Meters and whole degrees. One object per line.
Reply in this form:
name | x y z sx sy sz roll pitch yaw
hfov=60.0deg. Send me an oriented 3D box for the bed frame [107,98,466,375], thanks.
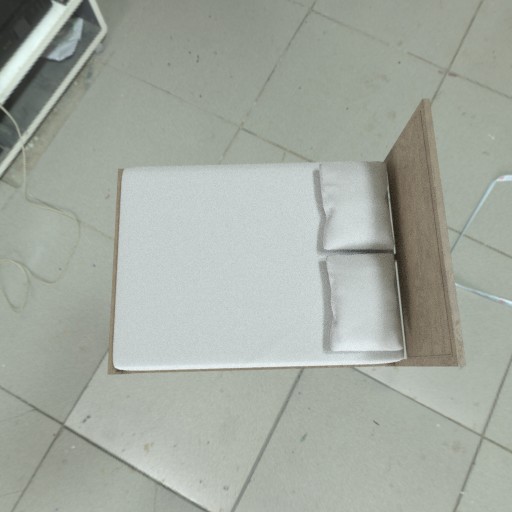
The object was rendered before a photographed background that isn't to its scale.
bed frame | 0.000 0.000 3.203 2.189 1.369 1.606 -2 76 0
